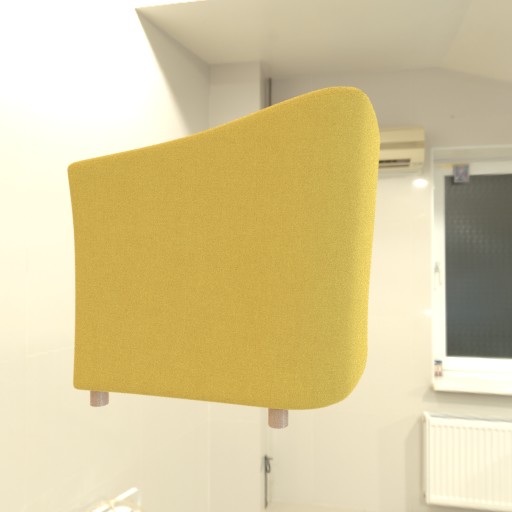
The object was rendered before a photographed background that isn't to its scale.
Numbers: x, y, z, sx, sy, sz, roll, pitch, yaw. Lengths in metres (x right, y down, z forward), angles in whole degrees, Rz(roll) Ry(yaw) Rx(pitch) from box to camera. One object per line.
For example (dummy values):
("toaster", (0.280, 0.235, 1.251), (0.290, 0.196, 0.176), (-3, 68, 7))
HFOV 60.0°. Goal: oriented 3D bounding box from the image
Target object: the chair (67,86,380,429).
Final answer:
("chair", (0.000, 0.000, 1.303), (0.700, 0.720, 0.790), (0, -1, 18))
